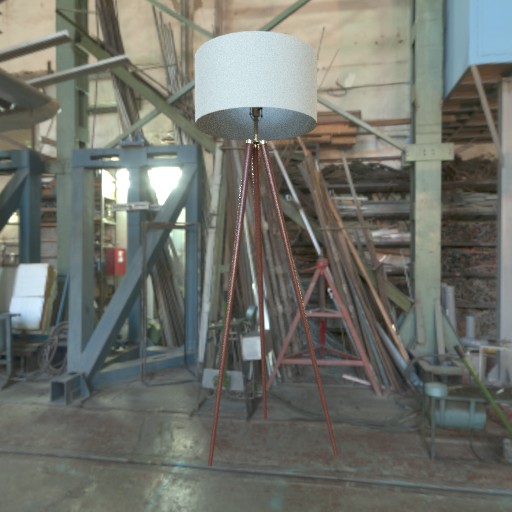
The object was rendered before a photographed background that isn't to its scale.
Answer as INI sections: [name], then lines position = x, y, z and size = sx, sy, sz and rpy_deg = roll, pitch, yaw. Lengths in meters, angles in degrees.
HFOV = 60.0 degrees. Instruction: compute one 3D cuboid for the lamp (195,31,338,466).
[lamp]
position = 0.000, 0.000, 1.774
size = 0.483, 1.553, 0.483
rpy_deg = -1, 1, -35
